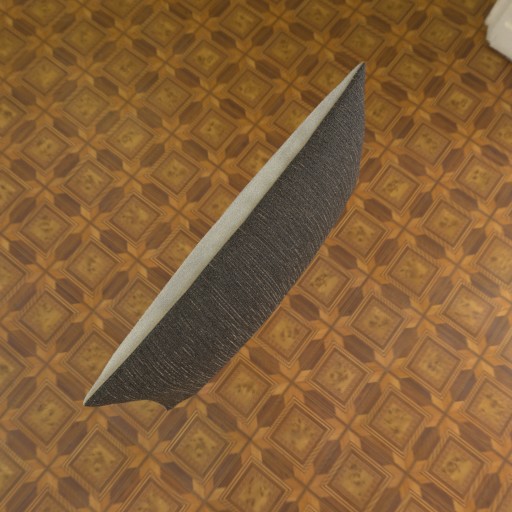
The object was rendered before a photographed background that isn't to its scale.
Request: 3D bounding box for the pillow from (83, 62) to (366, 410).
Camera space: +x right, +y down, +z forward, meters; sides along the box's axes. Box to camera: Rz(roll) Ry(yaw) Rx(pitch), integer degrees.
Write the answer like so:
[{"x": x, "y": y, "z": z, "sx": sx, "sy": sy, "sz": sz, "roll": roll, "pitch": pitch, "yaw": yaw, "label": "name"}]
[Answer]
[{"x": 0.000, "y": 0.000, "z": 0.735, "sx": 0.156, "sy": 0.305, "sz": 0.608, "roll": 36, "pitch": 78, "yaw": 9, "label": "pillow"}]
